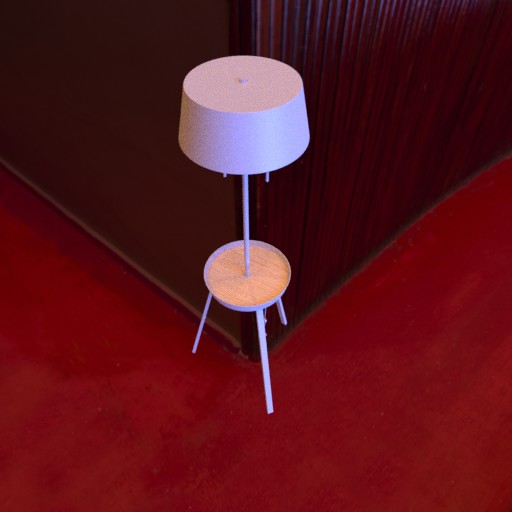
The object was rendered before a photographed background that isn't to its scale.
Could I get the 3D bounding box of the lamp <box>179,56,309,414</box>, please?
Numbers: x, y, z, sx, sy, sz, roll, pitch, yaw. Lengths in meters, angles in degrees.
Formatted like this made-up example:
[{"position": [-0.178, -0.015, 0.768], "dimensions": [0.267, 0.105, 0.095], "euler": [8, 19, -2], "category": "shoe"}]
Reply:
[{"position": [0.000, 0.000, 1.675], "dimensions": [0.508, 1.429, 0.468], "euler": [32, 55, 25], "category": "lamp"}]
